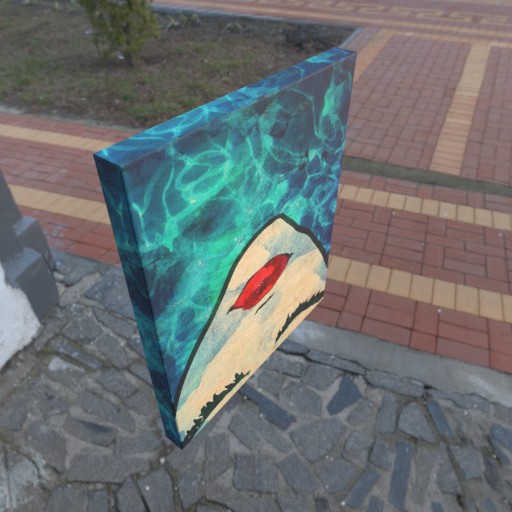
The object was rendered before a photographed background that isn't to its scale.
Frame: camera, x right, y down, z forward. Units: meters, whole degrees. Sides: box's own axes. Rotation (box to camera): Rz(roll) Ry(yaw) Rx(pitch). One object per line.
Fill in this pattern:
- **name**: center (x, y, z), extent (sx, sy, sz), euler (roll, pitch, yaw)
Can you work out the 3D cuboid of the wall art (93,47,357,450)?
- **wall art**: center (0.000, 0.000, 0.685), extent (0.038, 0.508, 0.432), euler (27, 47, 28)
